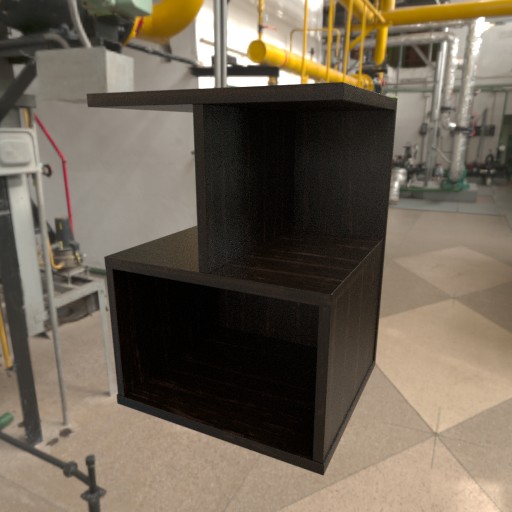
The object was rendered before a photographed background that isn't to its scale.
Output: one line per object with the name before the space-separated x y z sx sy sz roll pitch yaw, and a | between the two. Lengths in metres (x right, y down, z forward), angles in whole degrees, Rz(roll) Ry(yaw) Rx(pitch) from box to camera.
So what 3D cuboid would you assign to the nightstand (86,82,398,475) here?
nightstand | 0.000 0.000 0.818 0.400 0.559 0.356 8 18 25
